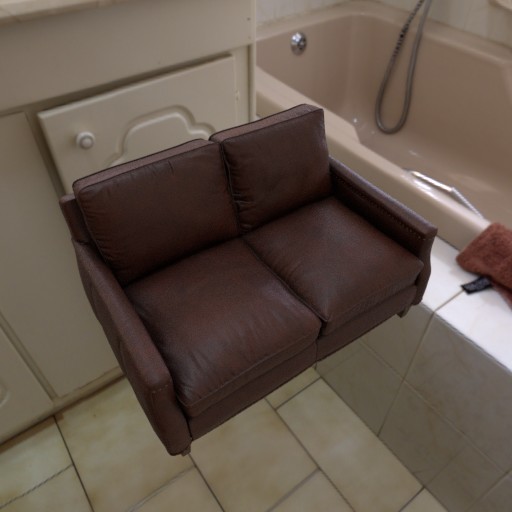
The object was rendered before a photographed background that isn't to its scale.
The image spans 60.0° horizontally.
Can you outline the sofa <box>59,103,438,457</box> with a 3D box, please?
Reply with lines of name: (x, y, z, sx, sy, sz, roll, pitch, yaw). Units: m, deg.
sofa: (0.000, 0.000, 2.281, 1.628, 1.003, 1.083, -25, 50, -23)
